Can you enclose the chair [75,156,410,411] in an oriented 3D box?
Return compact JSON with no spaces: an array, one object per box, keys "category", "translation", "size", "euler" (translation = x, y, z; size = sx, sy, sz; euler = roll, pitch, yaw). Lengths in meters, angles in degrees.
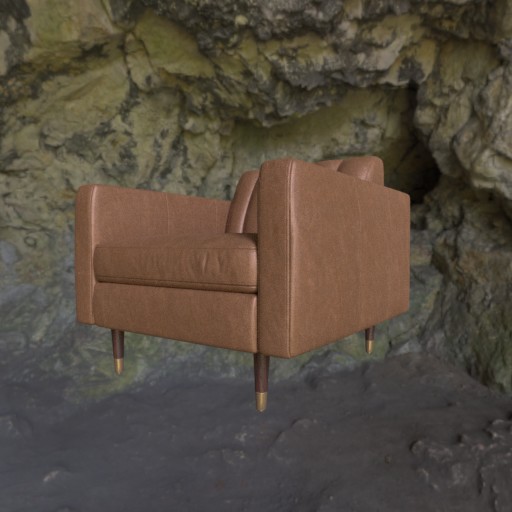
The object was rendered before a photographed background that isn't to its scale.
[{"category":"chair","translation":[0.000,0.000,1.710],"size":[0.953,0.819,0.998],"euler":[1,2,35]}]
